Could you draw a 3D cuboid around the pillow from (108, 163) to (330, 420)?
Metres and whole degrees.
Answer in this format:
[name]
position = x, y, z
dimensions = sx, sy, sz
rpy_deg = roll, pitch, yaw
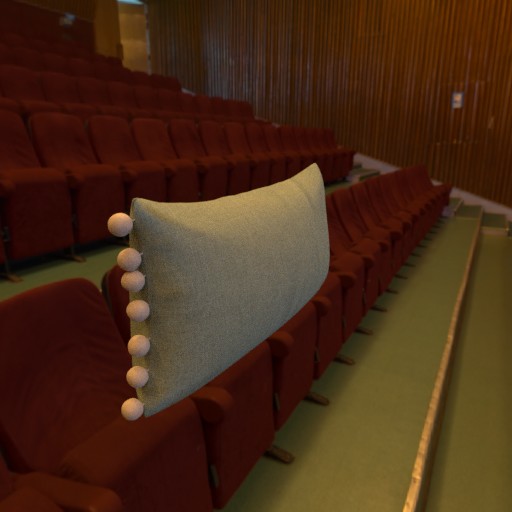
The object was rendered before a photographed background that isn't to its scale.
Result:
[pillow]
position = 0.000, 0.000, 0.852
dimensions = 0.201, 0.322, 0.709
rpy_deg = 7, 16, 26
